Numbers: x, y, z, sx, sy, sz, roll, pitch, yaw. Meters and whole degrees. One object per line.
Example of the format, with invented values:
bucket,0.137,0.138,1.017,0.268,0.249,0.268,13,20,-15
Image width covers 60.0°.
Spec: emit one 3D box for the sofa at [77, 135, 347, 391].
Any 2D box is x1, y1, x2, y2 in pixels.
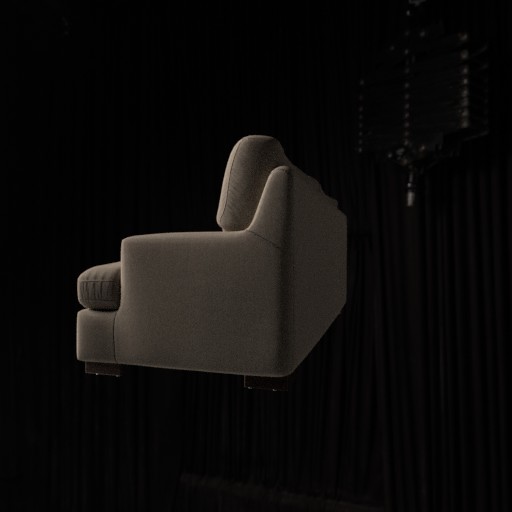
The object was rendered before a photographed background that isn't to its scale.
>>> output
sofa,0.000,0.000,2.850,0.962,0.980,2.354,0,1,16
